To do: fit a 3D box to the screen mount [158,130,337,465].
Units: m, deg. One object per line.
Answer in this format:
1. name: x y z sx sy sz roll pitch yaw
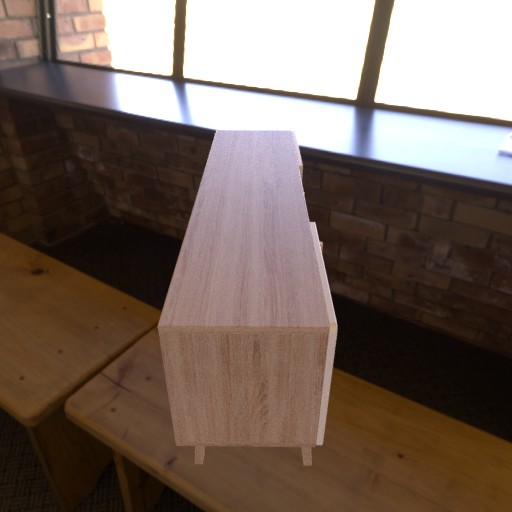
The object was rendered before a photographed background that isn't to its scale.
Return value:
1. screen mount: 0.000 0.000 1.768 0.420 0.570 1.500 0 32 1
